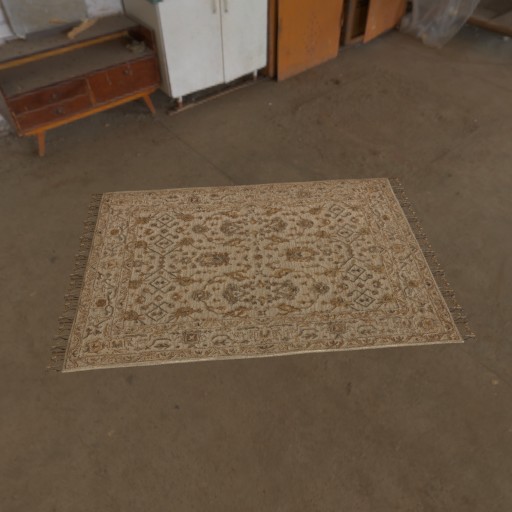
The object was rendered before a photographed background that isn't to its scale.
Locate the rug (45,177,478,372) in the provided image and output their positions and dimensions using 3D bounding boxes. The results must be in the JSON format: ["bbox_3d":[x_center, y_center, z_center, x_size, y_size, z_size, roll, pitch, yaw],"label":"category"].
[{"bbox_3d":[0.000,0.000,2.982,2.434,0.027,1.529,-4,48,-3],"label":"rug"}]
